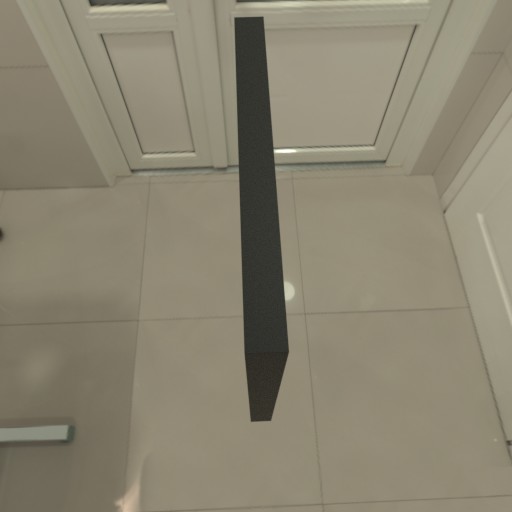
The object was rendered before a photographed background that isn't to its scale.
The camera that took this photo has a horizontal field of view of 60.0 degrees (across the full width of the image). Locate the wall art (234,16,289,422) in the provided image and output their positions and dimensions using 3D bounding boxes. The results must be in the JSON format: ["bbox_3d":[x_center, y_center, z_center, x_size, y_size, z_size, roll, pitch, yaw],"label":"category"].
[{"bbox_3d":[0.000,0.000,0.528,0.029,0.381,0.330,-2,63,-1],"label":"wall art"}]
